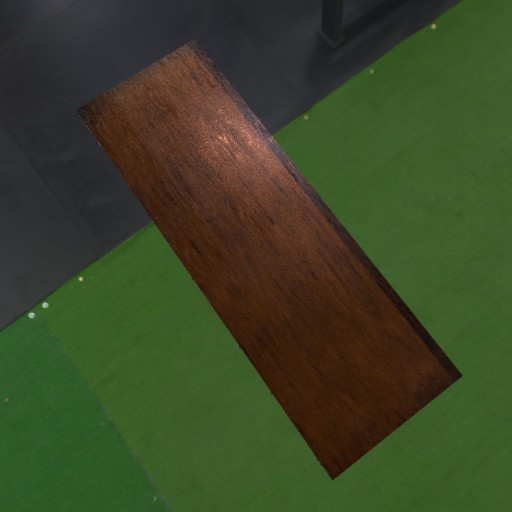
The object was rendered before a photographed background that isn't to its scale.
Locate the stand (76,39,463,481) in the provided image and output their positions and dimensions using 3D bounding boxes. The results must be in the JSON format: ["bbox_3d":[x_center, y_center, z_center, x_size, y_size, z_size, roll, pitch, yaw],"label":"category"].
[{"bbox_3d":[0.000,0.000,1.653,0.481,0.610,1.372,-35,79,-8],"label":"stand"}]
